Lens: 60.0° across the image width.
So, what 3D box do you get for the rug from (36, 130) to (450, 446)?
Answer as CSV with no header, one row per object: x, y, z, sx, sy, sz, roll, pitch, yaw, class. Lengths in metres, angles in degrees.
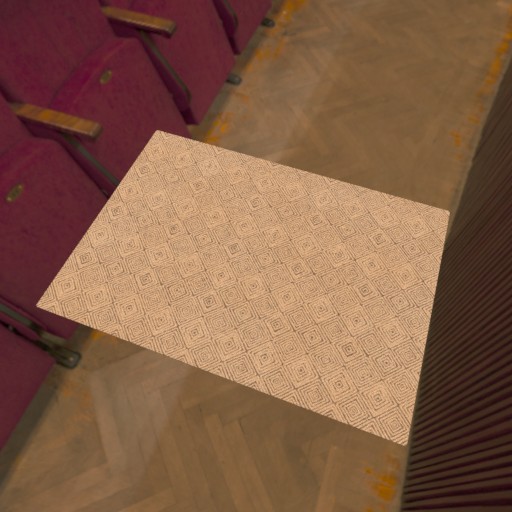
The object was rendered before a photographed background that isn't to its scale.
0.000,0.000,2.853,2.238,0.008,1.593,18,61,10,rug
